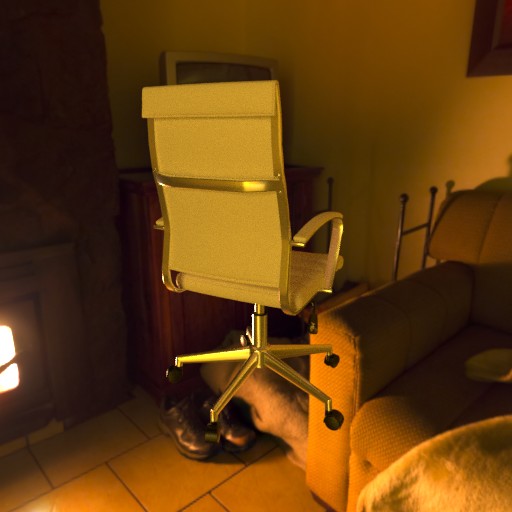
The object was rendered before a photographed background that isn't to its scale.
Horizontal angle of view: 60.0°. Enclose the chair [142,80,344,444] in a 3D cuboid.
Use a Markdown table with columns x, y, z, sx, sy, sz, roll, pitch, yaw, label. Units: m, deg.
| x | y | z | sx | sy | sz | roll | pitch | yaw | label |
| --- | --- | --- | --- | --- | --- | --- | --- | --- | --- |
| 0.000 | 0.000 | 1.650 | 0.766 | 1.149 | 0.739 | 8 | 18 | 26 | chair |
